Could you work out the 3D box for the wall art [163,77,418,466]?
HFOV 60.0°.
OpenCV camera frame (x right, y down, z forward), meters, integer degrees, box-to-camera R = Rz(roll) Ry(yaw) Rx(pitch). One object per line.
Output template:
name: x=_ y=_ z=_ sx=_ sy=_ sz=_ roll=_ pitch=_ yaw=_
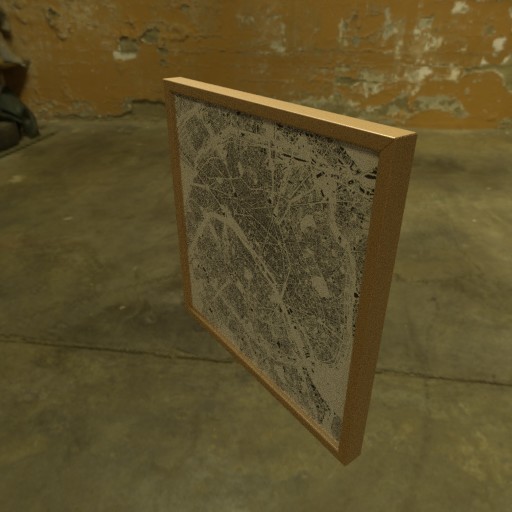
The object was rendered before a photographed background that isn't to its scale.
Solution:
wall art: x=0.000 y=0.000 z=0.749 sx=0.036 sy=0.509 sz=0.509 roll=-20 pitch=35 yaw=-31
